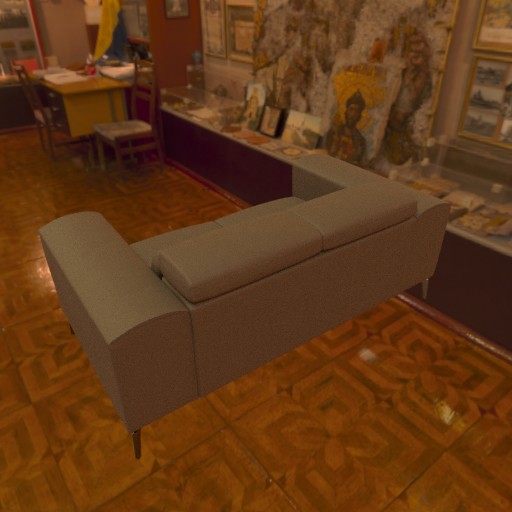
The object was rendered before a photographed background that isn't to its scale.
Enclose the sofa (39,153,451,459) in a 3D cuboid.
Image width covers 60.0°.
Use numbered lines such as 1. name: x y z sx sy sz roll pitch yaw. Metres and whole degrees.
1. sofa: 0.000 0.000 2.357 1.895 0.779 1.003 -20 37 -29
